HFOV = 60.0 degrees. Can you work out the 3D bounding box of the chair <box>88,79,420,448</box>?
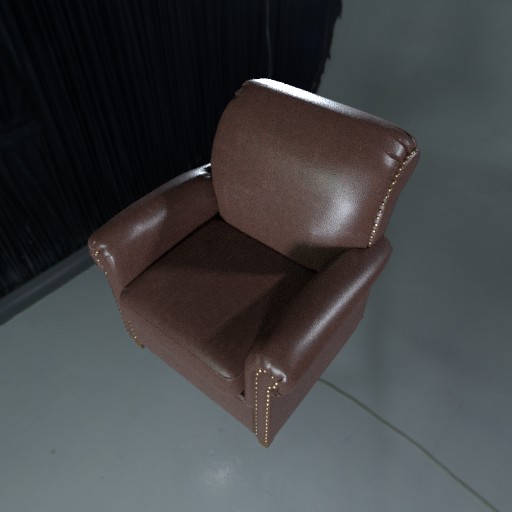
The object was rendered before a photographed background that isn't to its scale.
[{"bbox_3d":[0.000,0.000,1.607,0.854,0.927,0.890,30,54,25],"label":"chair"}]
